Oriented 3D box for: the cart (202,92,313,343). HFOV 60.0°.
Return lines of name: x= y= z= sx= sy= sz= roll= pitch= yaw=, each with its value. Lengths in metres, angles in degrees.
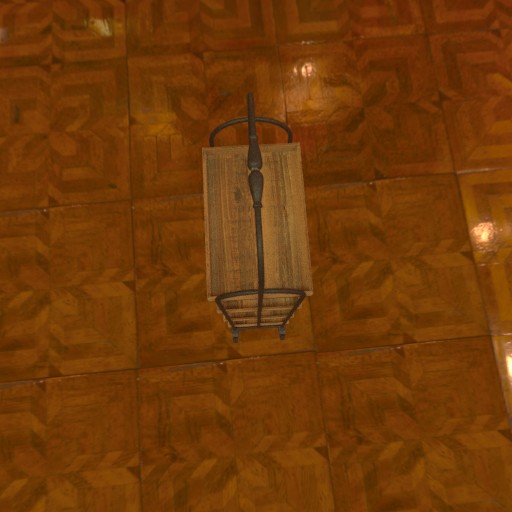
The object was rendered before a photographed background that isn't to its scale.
cart: x=0.000 y=0.000 z=1.706 sx=0.308 sy=1.481 sz=0.581 roll=-3 pitch=76 yaw=-1
